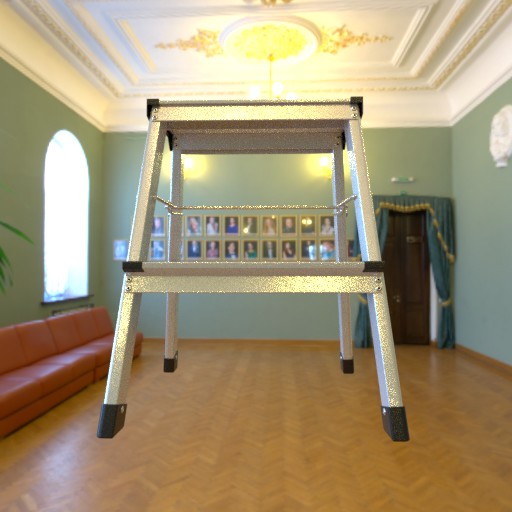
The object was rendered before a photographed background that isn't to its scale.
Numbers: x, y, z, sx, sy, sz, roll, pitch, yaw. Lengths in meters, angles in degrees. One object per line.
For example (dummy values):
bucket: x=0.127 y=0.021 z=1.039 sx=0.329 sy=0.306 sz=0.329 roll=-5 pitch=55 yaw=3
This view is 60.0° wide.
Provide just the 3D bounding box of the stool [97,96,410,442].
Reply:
stool: x=0.000 y=0.000 z=0.772 sx=0.404 sy=0.480 sz=0.405 roll=0 pitch=-2 yaw=2
